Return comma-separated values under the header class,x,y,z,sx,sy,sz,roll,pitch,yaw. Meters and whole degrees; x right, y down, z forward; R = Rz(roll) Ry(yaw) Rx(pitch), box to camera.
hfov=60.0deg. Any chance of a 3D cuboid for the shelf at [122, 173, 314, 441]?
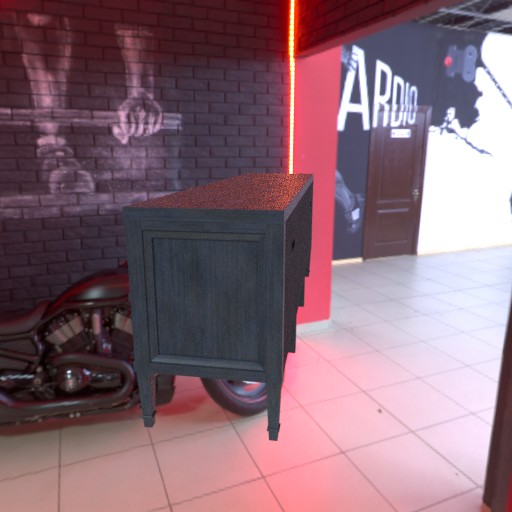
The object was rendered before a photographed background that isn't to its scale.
class,x,y,z,sx,sy,sz,roll,pitch,yaw
shelf,0.000,0.000,2.209,0.471,0.715,1.878,2,14,9
